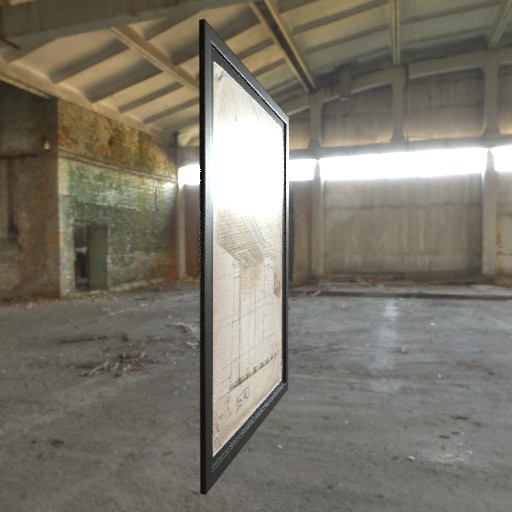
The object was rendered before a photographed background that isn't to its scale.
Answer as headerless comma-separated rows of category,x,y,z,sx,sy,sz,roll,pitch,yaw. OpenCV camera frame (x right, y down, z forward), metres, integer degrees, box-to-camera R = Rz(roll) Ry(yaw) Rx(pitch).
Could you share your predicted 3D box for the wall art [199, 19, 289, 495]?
wall art,0.000,0.000,1.239,0.013,0.967,0.707,0,1,18
